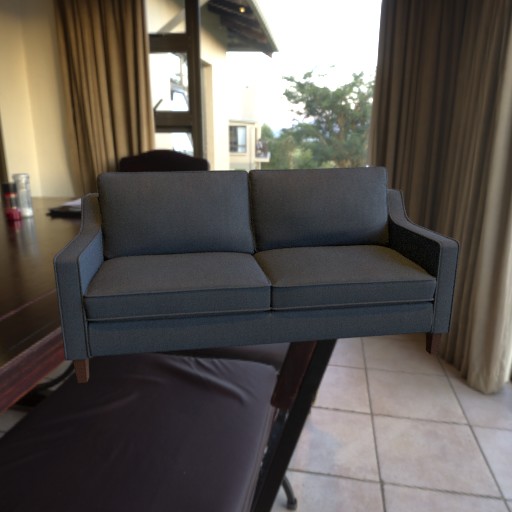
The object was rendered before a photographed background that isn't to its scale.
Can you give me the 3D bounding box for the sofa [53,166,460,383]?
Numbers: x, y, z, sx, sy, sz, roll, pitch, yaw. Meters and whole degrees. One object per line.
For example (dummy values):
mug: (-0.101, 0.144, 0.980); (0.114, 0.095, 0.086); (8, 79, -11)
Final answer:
sofa: (0.000, 0.000, 2.850); (2.178, 1.071, 1.066); (-2, 16, -9)
